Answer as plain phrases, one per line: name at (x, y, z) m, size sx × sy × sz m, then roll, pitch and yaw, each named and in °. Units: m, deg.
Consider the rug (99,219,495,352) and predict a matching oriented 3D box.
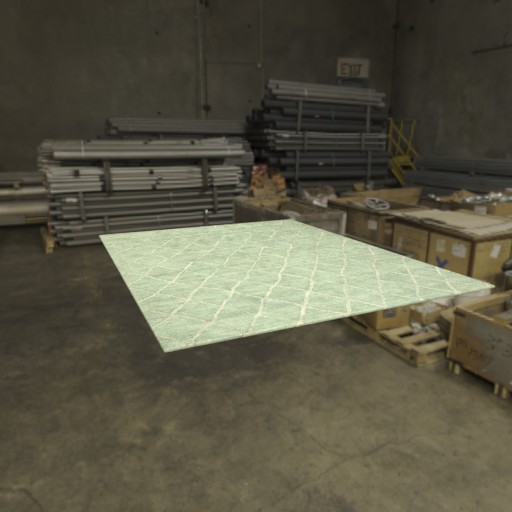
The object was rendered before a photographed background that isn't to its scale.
rug at (0.000, 0.000, 4.056) m, size 2.420 × 0.019 × 3.039 m, roll -7°, pitch 16°, yaw -24°
